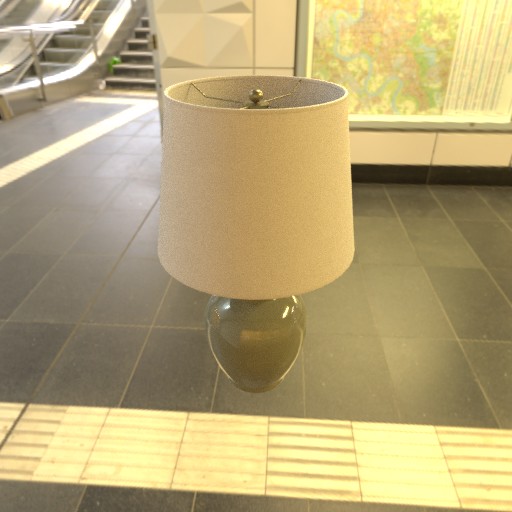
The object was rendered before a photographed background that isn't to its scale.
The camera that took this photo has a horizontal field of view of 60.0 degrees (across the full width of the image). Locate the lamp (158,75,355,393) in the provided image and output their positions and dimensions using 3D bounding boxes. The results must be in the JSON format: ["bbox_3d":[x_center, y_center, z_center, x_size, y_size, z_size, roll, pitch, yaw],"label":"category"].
[{"bbox_3d":[0.000,0.000,0.559,0.239,0.399,0.239,0,31,0],"label":"lamp"}]
